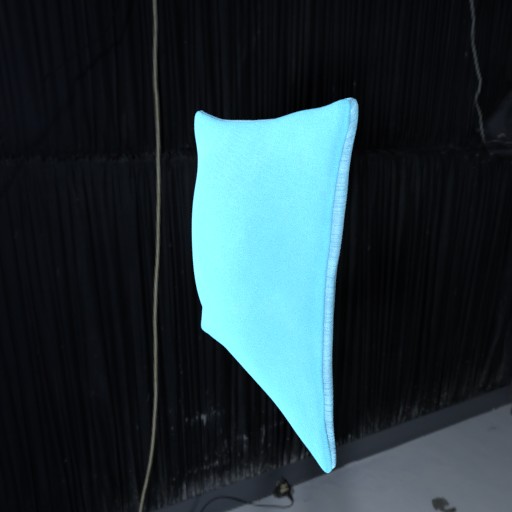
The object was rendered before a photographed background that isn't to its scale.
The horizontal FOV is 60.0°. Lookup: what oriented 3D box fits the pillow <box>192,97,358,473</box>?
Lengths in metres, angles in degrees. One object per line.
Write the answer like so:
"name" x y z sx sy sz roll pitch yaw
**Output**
"pillow" 0.000 0.000 0.646 0.151 0.415 0.433 -8 18 -25
